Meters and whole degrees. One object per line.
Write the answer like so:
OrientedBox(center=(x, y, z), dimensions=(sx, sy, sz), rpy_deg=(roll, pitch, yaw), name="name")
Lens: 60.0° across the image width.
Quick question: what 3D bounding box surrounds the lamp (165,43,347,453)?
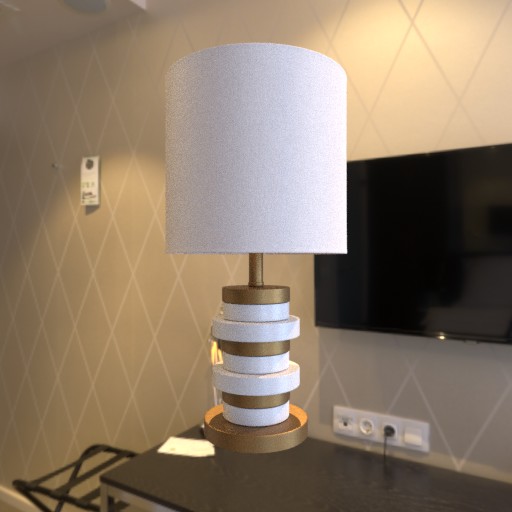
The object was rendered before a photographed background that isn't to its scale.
OrientedBox(center=(0.000, 0.000, 0.521), dimensions=(0.210, 0.410, 0.210), rpy_deg=(0, 0, 1), name="lamp")
